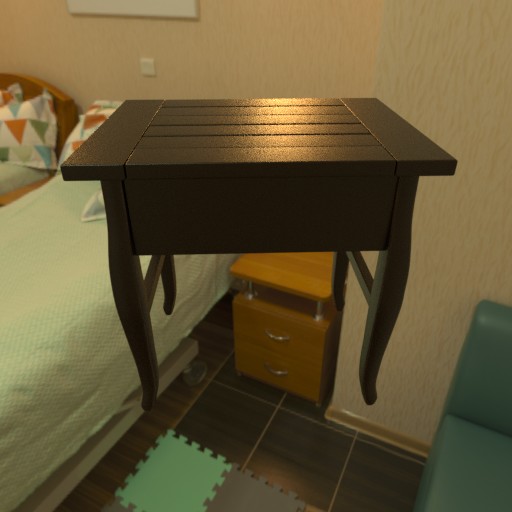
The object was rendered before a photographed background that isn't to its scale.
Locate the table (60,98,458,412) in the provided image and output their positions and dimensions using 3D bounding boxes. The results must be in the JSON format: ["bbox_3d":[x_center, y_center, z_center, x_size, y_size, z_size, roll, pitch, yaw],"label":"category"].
[{"bbox_3d":[0.000,0.000,1.019,0.602,0.604,0.460,-1,31,-2],"label":"table"}]
